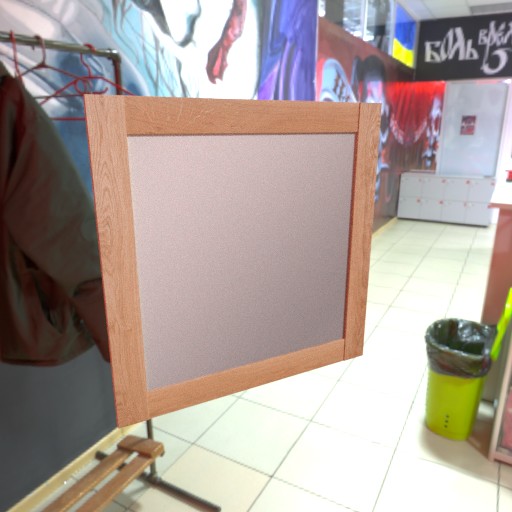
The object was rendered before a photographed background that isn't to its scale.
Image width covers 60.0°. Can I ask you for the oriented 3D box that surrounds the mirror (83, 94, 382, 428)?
[{"bbox_3d":[0.000,0.000,1.201,0.800,0.800,0.020,-9,18,-27],"label":"mirror"}]
